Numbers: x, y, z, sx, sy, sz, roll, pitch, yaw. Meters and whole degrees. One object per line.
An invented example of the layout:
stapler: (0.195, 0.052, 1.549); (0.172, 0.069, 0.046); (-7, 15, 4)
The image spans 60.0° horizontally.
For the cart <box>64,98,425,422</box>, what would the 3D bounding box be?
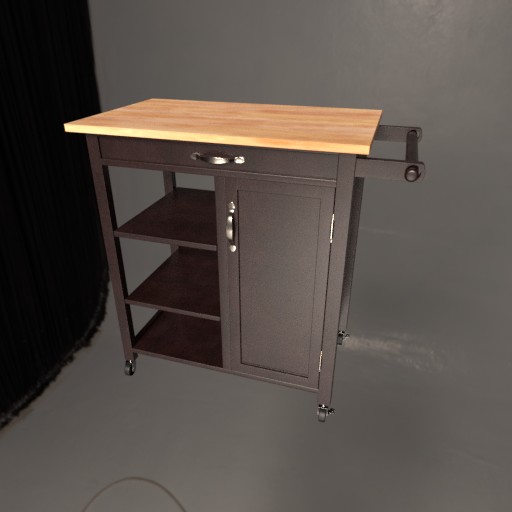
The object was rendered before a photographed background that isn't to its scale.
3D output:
cart: (0.000, 0.000, 1.450); (0.914, 0.878, 0.472); (8, 29, 15)
